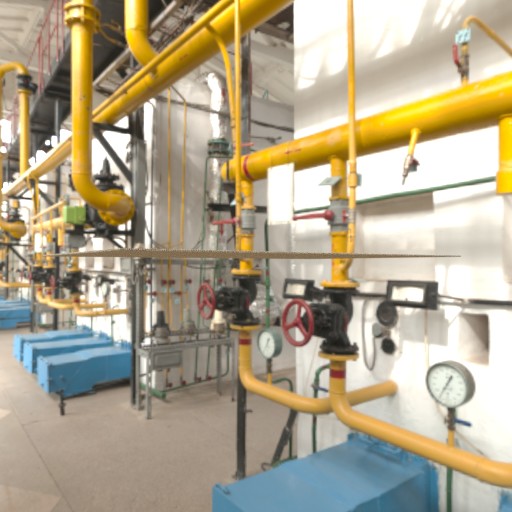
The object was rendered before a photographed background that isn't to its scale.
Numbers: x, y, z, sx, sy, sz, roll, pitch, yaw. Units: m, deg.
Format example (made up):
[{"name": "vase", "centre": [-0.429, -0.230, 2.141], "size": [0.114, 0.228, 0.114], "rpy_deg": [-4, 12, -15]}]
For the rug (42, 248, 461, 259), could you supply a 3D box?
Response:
[{"name": "rug", "centre": [0.000, 0.000, 2.211], "size": [1.752, 0.006, 1.142], "rpy_deg": [1, -1, -36]}]
